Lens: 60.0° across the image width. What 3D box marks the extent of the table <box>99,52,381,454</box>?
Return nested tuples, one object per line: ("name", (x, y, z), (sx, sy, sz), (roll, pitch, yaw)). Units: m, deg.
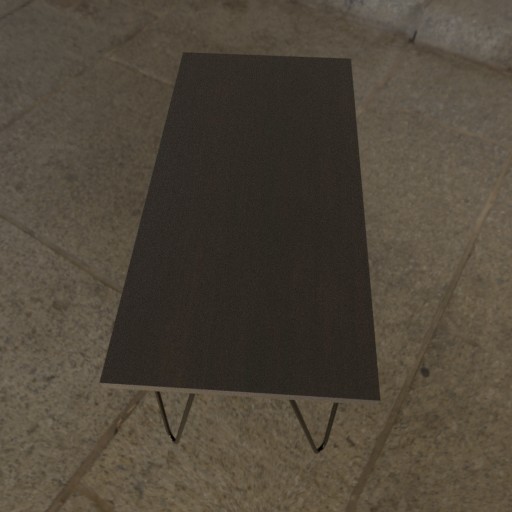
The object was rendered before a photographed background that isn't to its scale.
("table", (0.000, 0.000, 1.326), (0.499, 0.660, 0.991), (3, 58, 2))
